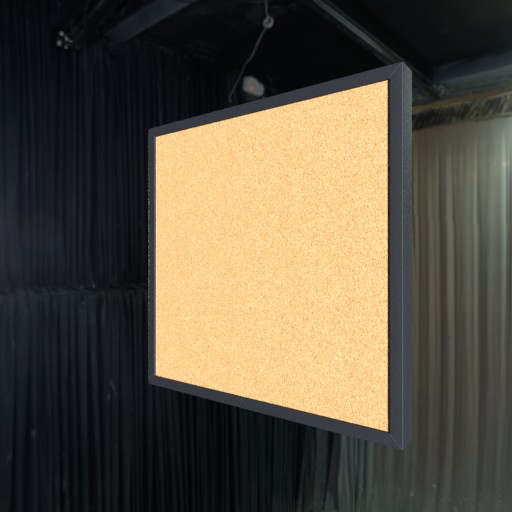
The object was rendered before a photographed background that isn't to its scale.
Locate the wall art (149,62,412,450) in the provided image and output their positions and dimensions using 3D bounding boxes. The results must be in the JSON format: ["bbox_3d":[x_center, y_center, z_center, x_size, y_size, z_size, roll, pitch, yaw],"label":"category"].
[{"bbox_3d":[0.000,0.000,0.745,0.508,0.508,0.037,0,0,37],"label":"wall art"}]
